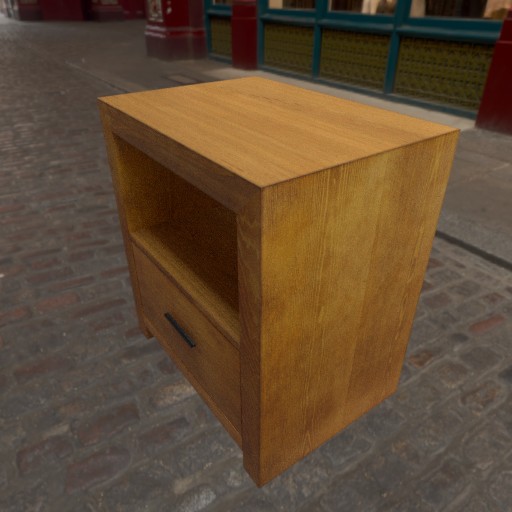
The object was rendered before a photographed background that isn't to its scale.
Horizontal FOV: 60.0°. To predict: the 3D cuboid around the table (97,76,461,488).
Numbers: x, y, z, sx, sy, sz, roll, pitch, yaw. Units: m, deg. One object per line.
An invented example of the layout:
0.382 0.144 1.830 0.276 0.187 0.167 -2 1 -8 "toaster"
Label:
0.000 0.000 0.949 0.400 0.605 0.550 -21 38 -30 "table"
